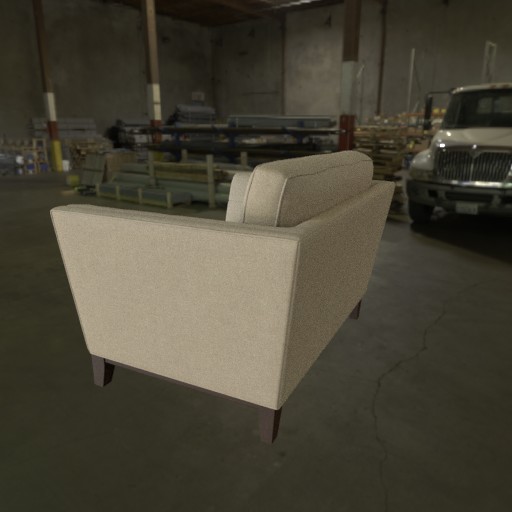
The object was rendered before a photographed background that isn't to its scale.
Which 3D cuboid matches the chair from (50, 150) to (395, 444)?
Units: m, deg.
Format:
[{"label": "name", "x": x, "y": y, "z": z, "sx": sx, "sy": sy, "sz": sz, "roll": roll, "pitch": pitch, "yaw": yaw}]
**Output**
[{"label": "chair", "x": 0.000, "y": 0.000, "z": 2.051, "sx": 0.965, "sy": 0.940, "sz": 1.397, "roll": 8, "pitch": 18, "yaw": 26}]
